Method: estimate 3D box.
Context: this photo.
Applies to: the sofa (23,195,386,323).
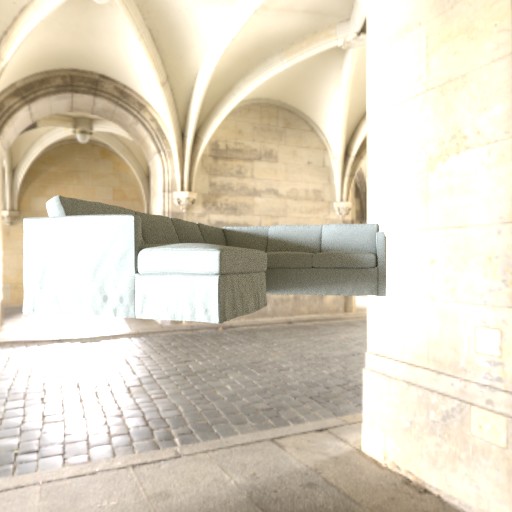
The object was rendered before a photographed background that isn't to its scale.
[{"bbox_3d":[0.000,0.000,4.394,2.440,0.869,3.434,0,-1,18],"label":"sofa"}]
